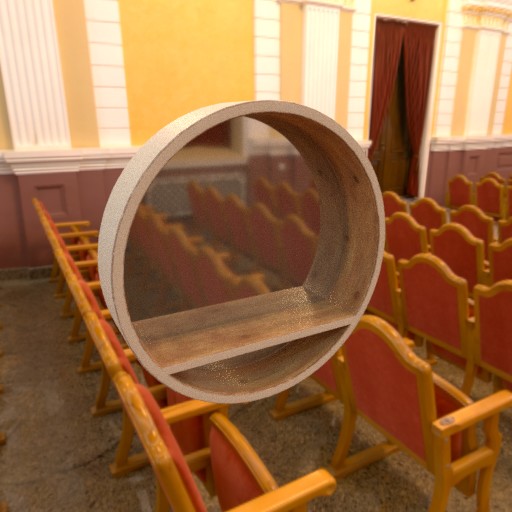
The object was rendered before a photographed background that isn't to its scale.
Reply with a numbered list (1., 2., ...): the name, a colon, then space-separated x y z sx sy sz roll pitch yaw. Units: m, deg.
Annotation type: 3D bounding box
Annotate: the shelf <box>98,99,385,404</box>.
1. shelf: 0.000 0.000 1.220 0.806 0.807 0.158 -9 20 -28
